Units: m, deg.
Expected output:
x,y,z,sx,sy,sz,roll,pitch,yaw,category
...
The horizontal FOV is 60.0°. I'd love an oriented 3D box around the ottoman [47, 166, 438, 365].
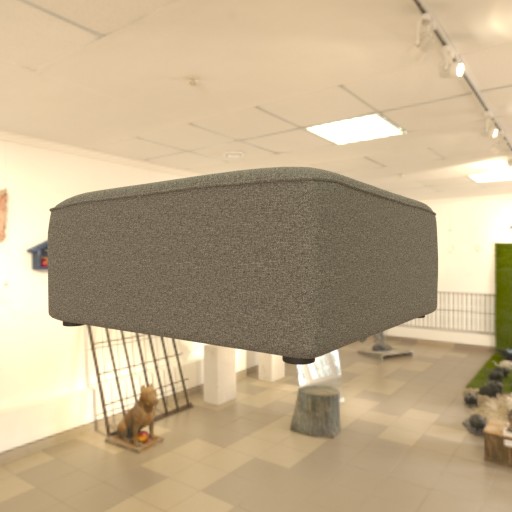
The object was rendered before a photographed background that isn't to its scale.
x,y,z,sx,sy,sz,roll,pitch,yaw,category
0.000,0.000,1.585,1.015,0.464,1.005,0,0,36,ottoman
